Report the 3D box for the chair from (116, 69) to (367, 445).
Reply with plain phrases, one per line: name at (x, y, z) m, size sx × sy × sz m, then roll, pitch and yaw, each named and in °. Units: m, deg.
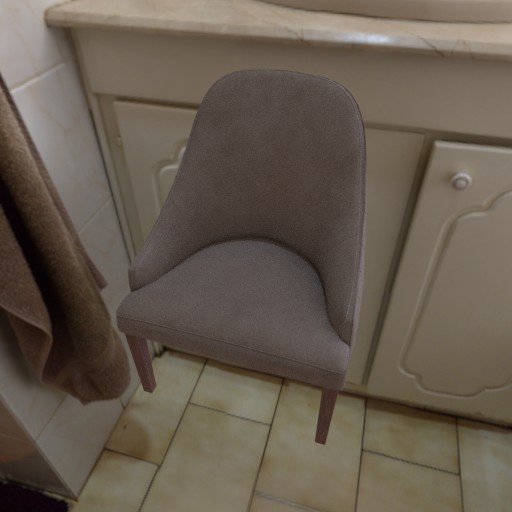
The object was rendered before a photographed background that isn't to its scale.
chair at (0.000, 0.000, 1.292) m, size 0.643 × 0.889 × 0.575 m, roll 12°, pitch 42°, yaw 13°
